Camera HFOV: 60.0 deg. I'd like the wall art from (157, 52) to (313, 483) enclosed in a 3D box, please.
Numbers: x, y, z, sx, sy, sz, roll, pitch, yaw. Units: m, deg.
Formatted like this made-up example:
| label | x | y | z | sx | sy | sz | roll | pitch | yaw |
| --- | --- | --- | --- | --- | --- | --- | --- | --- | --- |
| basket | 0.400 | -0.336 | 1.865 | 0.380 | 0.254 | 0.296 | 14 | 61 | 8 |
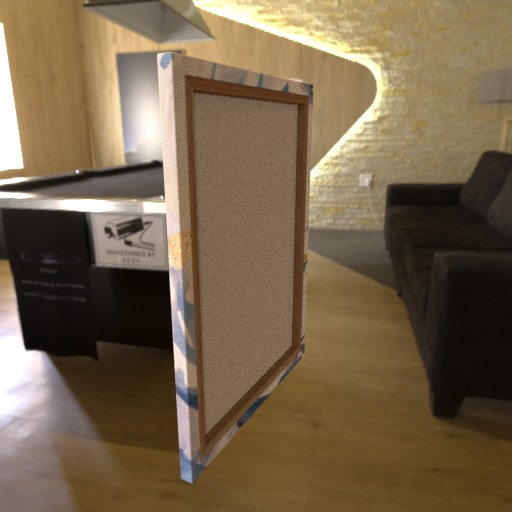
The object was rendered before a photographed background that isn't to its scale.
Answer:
| label | x | y | z | sx | sy | sz | roll | pitch | yaw |
| --- | --- | --- | --- | --- | --- | --- | --- | --- | --- |
| wall art | 0.000 | 0.000 | 1.322 | 0.038 | 1.015 | 0.761 | 8 | 18 | 27 |
